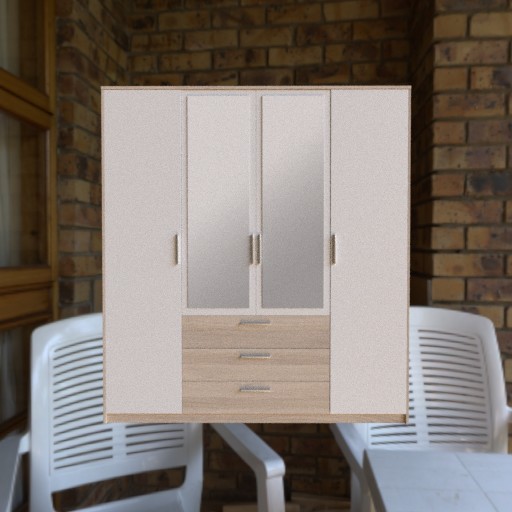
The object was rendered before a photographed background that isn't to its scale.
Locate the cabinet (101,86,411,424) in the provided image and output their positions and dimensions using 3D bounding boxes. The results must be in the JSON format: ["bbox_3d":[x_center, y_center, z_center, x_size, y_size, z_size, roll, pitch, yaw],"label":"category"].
[{"bbox_3d":[0.000,0.000,2.988,1.870,2.060,0.620,0,1,0],"label":"cabinet"}]
